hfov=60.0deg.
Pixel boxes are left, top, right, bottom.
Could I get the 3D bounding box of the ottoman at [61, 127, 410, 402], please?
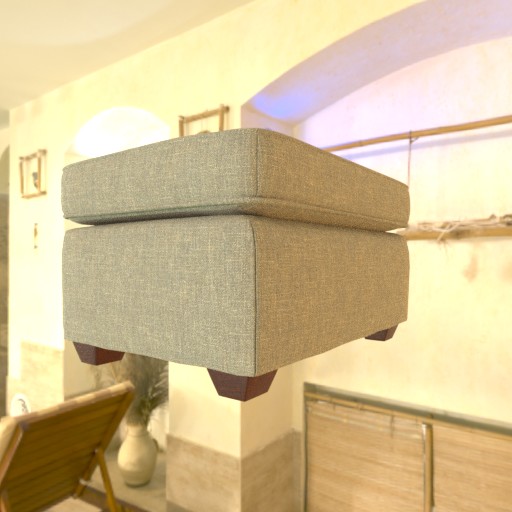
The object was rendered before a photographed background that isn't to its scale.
[{"bbox_3d":[0.000,0.000,1.092,0.559,0.457,0.762,0,0,36],"label":"ottoman"}]
